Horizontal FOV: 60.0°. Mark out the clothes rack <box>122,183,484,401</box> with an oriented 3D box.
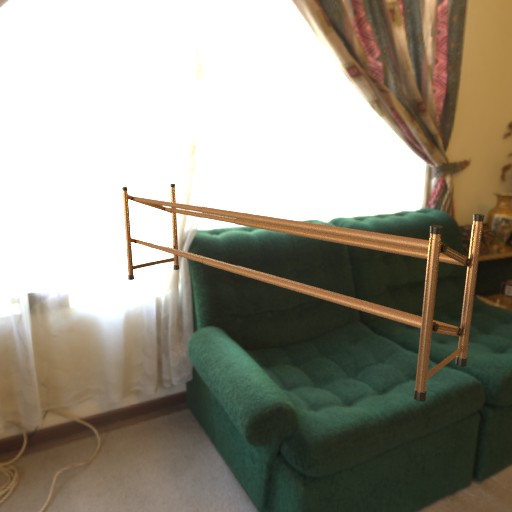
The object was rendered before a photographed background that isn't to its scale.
[{"bbox_3d":[0.000,0.000,1.310,0.229,0.349,1.168,-13,19,-43],"label":"clothes rack"}]
